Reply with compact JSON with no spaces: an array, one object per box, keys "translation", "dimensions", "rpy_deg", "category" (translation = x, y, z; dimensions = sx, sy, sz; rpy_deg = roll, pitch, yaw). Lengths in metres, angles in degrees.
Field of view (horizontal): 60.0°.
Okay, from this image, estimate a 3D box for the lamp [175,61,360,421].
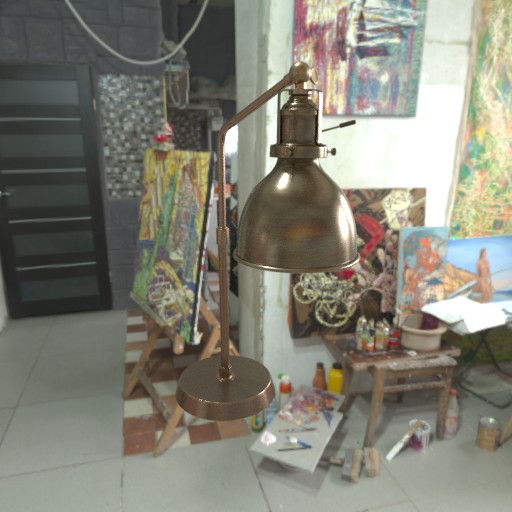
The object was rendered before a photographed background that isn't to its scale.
[{"translation":[0.000,0.000,0.579],"dimensions":[0.153,0.456,0.286],"rpy_deg":[-14,21,-43],"category":"lamp"}]
